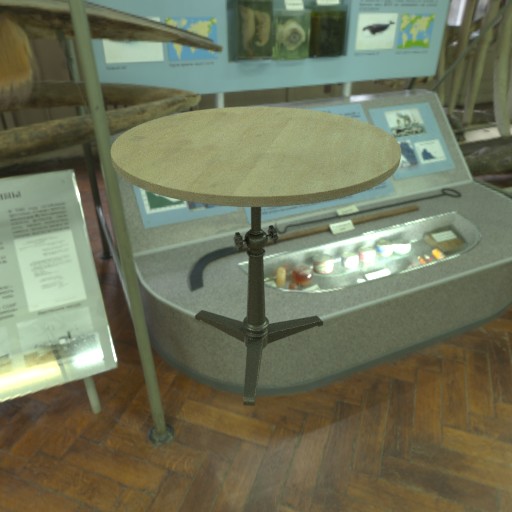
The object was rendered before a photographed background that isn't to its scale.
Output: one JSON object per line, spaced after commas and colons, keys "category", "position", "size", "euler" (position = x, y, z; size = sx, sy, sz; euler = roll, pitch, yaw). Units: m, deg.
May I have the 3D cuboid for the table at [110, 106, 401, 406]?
{"category": "table", "position": [0.000, 0.000, 1.468], "size": [0.800, 0.780, 0.800], "euler": [0, 31, 0]}
